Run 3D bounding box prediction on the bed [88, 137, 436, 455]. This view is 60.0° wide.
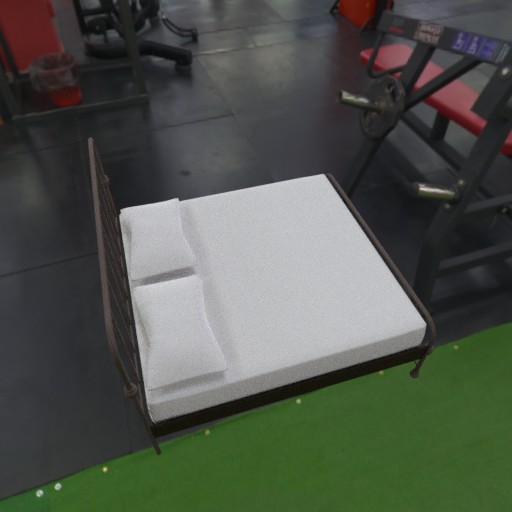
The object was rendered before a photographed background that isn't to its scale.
[{"bbox_3d":[0.000,0.000,3.476,2.134,1.446,2.044,-13,48,-12],"label":"bed"}]
